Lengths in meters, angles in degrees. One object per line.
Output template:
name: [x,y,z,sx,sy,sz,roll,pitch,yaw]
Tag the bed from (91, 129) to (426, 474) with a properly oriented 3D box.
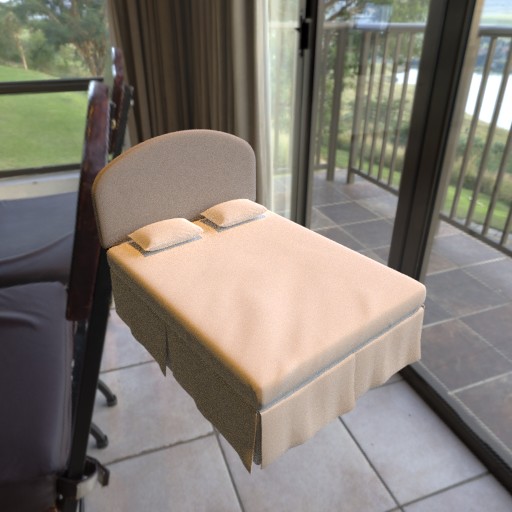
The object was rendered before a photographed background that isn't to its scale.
bed: [0.000,0.000,3.186,1.607,1.410,2.005,-22,36,-33]
